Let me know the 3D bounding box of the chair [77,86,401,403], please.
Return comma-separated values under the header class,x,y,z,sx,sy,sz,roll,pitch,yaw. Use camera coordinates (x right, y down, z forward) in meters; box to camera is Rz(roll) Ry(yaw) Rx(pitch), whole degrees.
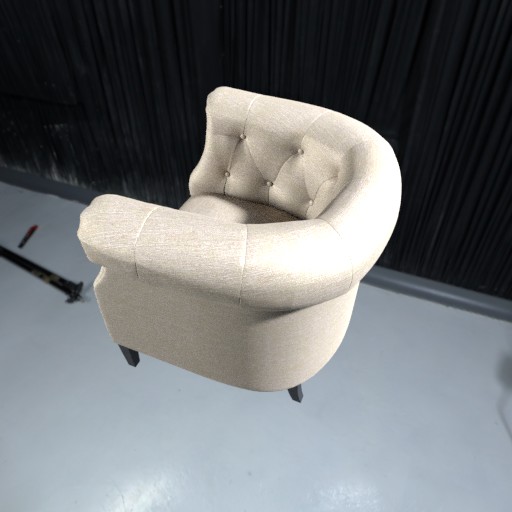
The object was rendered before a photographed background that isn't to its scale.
class,x,y,z,sx,sy,sz,roll,pitch,yaw
chair,0.000,0.000,1.568,0.852,0.827,0.905,16,47,16
